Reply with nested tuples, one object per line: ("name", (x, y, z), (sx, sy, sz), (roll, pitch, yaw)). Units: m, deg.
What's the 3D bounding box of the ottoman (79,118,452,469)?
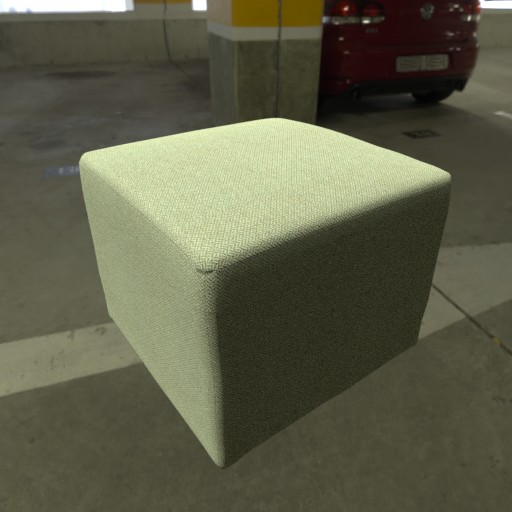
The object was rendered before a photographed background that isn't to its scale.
("ottoman", (0.000, 0.000, 0.913), (0.521, 0.453, 0.512), (-21, 36, -30))
